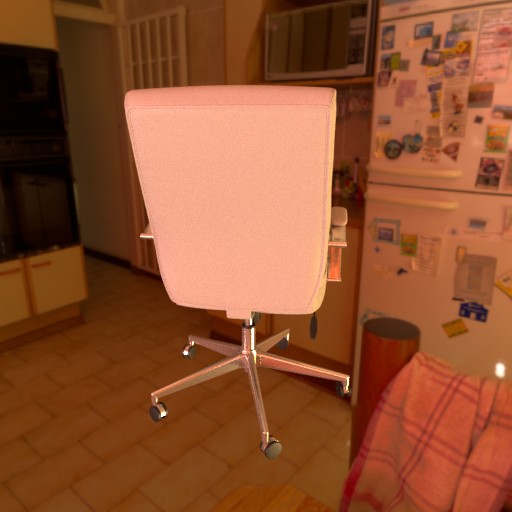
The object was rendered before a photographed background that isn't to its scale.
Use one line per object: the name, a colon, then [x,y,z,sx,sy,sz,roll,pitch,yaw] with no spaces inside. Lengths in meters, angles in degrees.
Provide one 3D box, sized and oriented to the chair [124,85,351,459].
chair: [0.000,0.000,1.577,0.727,1.099,0.745,3,17,9]
